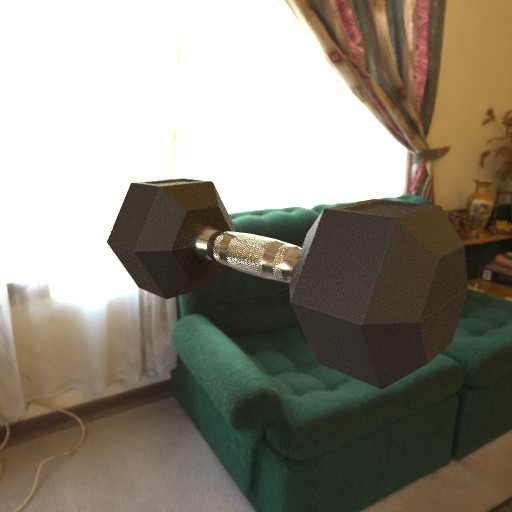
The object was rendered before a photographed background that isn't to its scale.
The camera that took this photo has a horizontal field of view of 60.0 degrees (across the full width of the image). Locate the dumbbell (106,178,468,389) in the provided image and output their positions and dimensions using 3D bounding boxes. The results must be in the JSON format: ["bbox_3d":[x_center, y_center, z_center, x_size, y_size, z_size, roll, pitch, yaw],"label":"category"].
[{"bbox_3d":[0.000,0.000,0.349,0.297,0.101,0.116,14,21,42],"label":"dumbbell"}]
